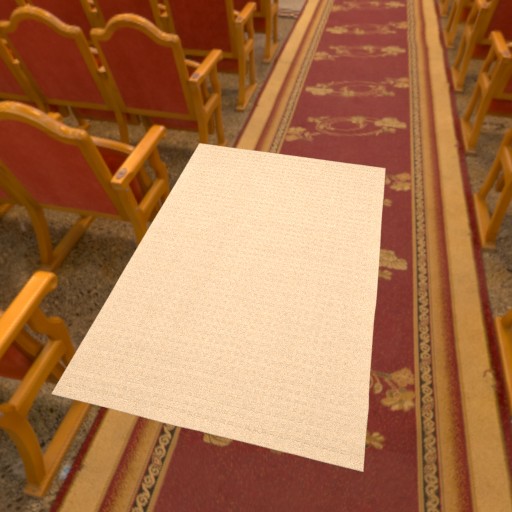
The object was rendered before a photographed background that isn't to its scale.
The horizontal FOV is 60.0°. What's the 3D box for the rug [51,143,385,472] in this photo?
[{"bbox_3d":[0.000,0.000,2.814,1.523,0.006,2.289,10,48,9],"label":"rug"}]
